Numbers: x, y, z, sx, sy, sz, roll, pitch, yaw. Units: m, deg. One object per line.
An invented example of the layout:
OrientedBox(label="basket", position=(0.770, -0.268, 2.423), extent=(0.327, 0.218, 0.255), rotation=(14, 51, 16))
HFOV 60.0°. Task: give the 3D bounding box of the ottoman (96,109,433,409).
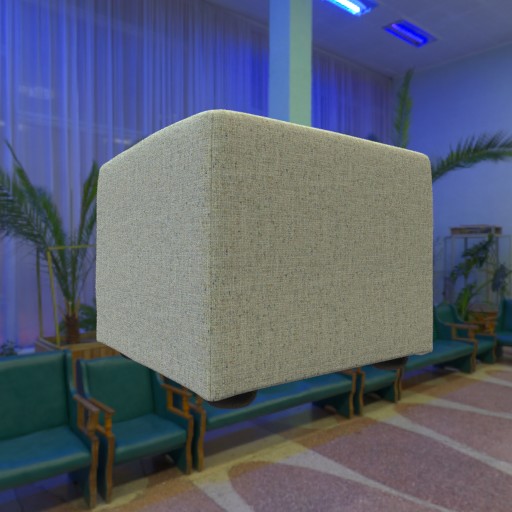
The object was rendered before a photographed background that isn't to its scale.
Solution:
OrientedBox(label="ottoman", position=(0.000, 0.000, 0.927), extent=(0.521, 0.453, 0.512), rotation=(0, 0, -36))
